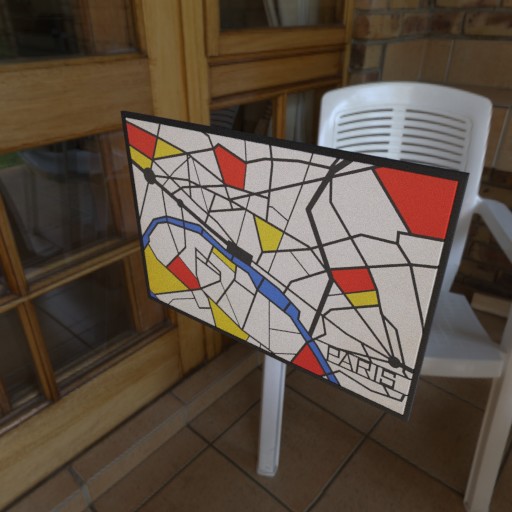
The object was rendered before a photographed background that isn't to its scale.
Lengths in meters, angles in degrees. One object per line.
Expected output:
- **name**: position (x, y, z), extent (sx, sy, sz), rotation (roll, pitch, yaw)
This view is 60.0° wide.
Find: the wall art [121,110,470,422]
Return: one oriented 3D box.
- **wall art**: position (0.000, 0.000, 1.224), extent (0.963, 0.665, 0.013), rotation (19, 35, 30)
